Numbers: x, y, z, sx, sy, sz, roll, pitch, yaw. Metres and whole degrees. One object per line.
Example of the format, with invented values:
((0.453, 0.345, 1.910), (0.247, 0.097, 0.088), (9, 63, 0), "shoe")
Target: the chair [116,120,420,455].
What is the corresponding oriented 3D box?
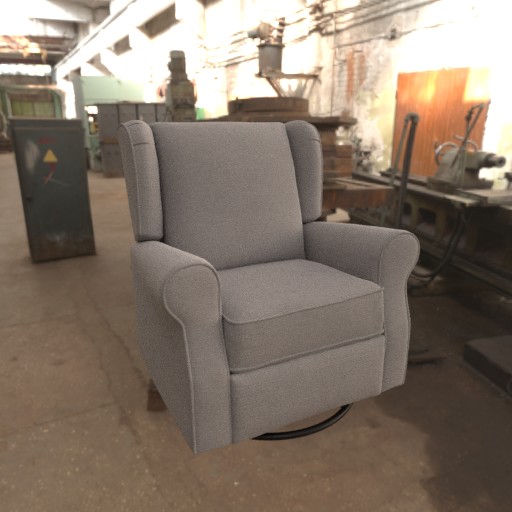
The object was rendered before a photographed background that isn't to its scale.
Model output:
((0.000, 0.000, 1.647), (0.906, 0.966, 0.854), (-8, 19, -26), "chair")
